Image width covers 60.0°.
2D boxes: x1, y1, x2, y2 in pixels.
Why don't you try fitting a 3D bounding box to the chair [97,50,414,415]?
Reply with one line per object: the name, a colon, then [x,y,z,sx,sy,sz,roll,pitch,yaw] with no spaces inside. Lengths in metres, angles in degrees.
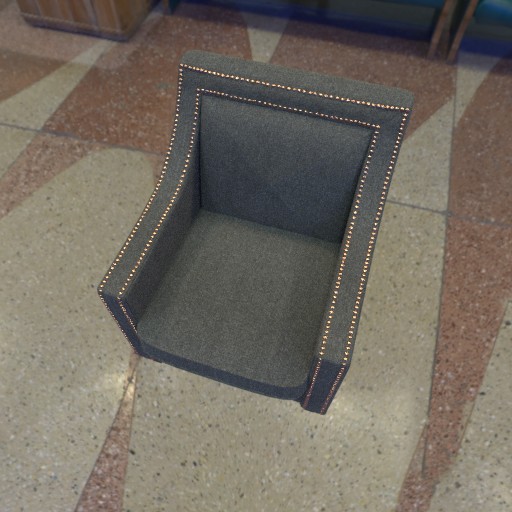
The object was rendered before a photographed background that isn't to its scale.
chair: [0.000,0.000,1.598,0.776,0.967,0.884,15,58,10]
